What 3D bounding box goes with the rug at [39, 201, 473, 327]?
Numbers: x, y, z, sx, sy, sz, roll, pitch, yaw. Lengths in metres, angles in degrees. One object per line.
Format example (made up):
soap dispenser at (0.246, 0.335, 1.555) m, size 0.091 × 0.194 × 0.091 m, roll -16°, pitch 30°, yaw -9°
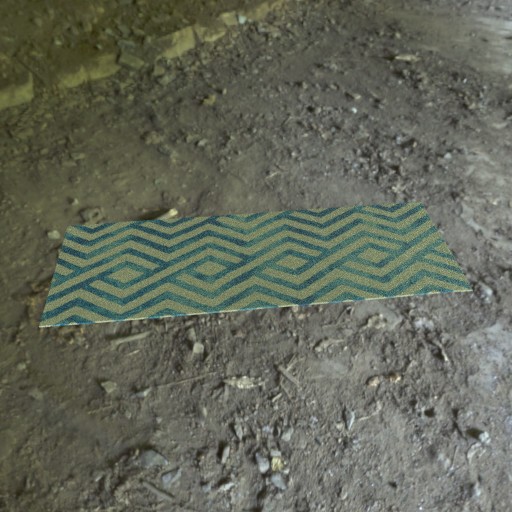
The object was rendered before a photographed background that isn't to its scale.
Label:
rug at (0.000, 0.000, 1.688) m, size 1.492 × 0.007 × 0.503 m, roll -4°, pitch 46°, yaw -4°
